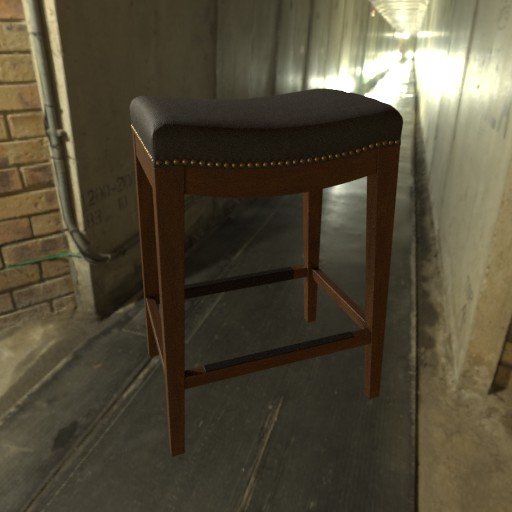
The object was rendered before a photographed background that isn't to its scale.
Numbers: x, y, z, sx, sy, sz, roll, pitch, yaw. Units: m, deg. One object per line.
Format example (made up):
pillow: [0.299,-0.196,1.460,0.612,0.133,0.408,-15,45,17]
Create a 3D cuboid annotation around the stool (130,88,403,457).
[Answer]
stool: [0.000,0.000,0.971,0.490,0.664,0.353,-9,28,-18]
